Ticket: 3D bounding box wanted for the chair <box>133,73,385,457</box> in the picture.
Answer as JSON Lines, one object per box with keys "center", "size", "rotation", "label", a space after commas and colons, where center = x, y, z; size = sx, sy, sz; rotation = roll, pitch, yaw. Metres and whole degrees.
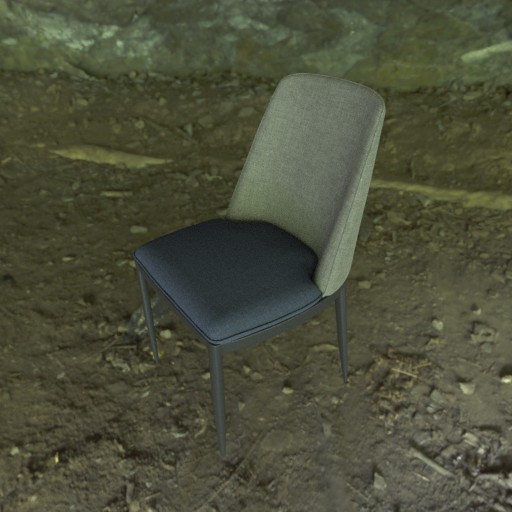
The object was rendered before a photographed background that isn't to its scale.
{"center": [0.000, 0.000, 1.204], "size": [0.550, 0.855, 0.488], "rotation": [-21, 39, -29], "label": "chair"}
